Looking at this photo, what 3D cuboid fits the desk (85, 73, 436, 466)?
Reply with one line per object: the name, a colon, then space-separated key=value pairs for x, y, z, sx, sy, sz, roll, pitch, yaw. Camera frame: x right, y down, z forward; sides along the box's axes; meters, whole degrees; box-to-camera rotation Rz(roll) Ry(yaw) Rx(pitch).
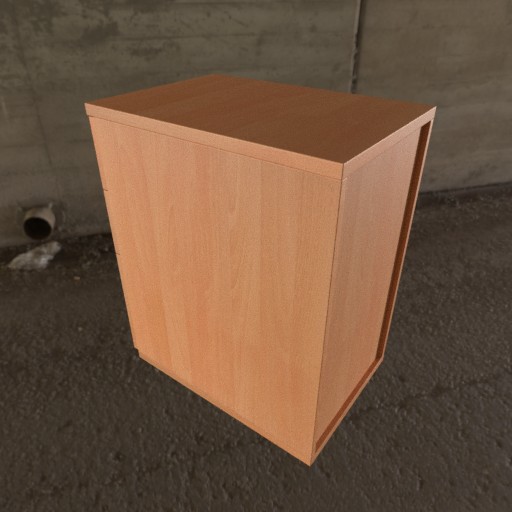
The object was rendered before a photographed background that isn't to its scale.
desk: x=0.000 y=0.000 z=1.095 sx=0.600 sy=0.730 sz=0.404 roll=22 pitch=38 yaw=30
